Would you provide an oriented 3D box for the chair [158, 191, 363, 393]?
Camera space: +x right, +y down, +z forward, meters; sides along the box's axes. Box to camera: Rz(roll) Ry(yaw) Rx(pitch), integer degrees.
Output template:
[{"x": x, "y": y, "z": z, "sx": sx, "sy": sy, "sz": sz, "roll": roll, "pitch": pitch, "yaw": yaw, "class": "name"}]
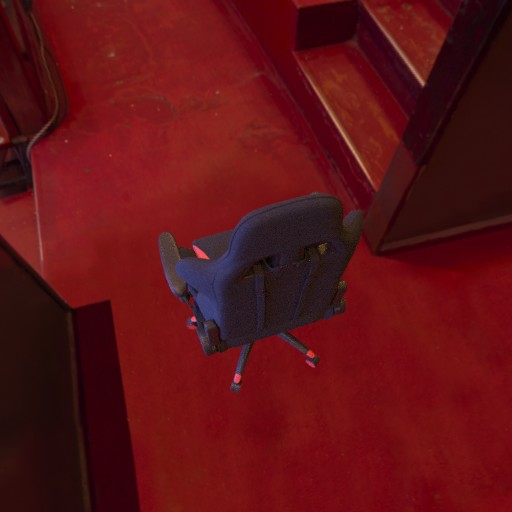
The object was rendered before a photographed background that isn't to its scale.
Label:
[{"x": 0.000, "y": 0.000, "z": 1.710, "sx": 0.695, "sy": 1.326, "sz": 0.658, "roll": -16, "pitch": 61, "yaw": -9, "class": "chair"}]
